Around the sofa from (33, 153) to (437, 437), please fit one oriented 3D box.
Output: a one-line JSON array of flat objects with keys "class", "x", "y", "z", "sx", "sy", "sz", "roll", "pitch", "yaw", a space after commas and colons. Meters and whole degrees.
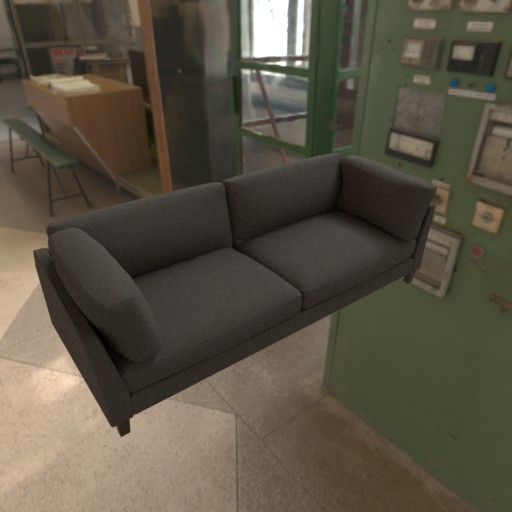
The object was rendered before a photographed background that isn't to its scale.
[{"class": "sofa", "x": 0.000, "y": 0.000, "z": 2.700, "sx": 2.312, "sy": 0.792, "sz": 0.969, "roll": -20, "pitch": 35, "yaw": -32}]
